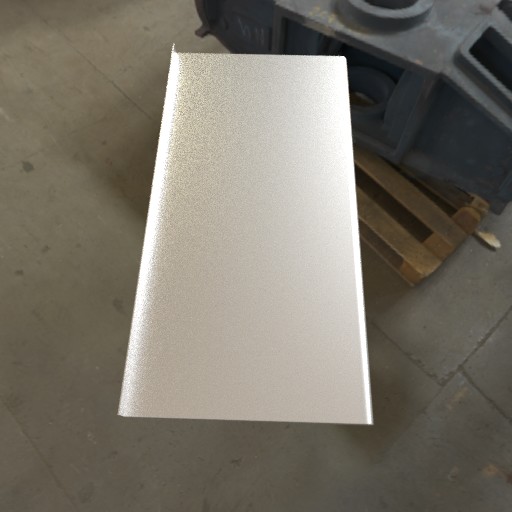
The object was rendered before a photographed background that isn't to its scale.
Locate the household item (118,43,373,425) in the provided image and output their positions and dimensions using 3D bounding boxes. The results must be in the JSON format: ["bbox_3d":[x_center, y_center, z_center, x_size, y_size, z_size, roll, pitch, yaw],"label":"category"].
[{"bbox_3d":[0.000,0.000,1.669,0.610,0.851,1.219,2,66,1],"label":"household item"}]
